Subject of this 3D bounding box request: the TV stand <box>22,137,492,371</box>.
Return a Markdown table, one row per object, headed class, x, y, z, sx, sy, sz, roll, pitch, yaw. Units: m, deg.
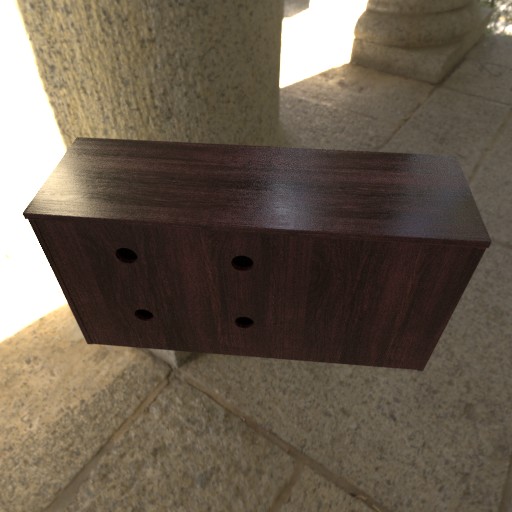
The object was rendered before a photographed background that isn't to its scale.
| class | x | y | z | sx | sy | sz | roll | pitch | yaw |
| --- | --- | --- | --- | --- | --- | --- | --- | --- | --- |
| TV stand | 0.000 | 0.000 | 1.478 | 1.192 | 0.614 | 0.404 | 4 | 45 | 4 |
